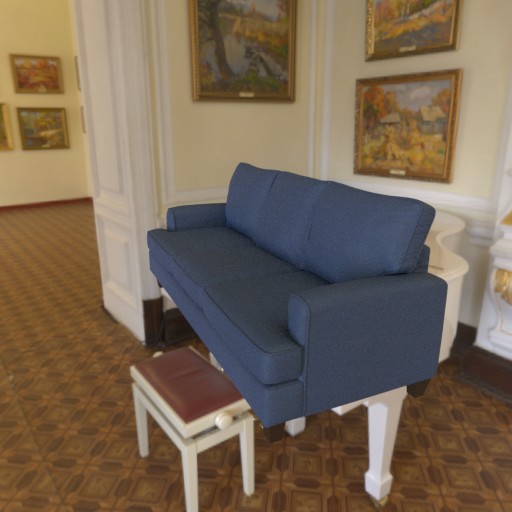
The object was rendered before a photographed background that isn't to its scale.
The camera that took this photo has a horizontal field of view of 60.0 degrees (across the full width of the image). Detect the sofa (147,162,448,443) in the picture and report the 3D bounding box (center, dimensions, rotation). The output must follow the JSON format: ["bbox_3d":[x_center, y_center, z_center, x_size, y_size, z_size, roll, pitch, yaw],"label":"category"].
[{"bbox_3d":[0.000,0.000,2.740,0.951,0.965,2.158,-8,19,-24],"label":"sofa"}]
